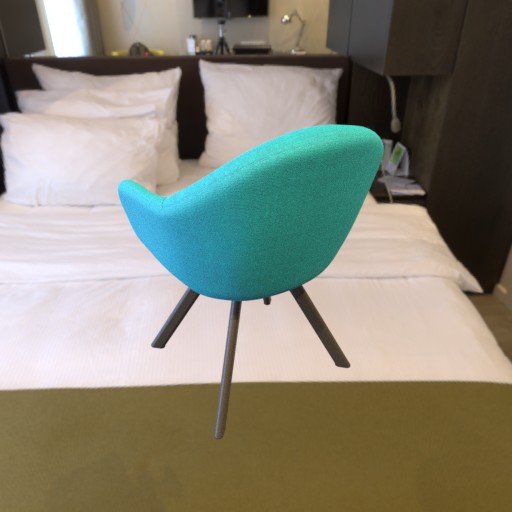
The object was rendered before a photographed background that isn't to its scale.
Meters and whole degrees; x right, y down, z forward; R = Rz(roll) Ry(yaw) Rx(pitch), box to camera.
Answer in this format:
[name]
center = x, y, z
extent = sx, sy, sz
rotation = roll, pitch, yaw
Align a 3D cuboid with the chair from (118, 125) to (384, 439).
[chair]
center = 0.000, 0.000, 1.223
extent = 0.590, 0.795, 0.550
rotation = -19, 35, -29
